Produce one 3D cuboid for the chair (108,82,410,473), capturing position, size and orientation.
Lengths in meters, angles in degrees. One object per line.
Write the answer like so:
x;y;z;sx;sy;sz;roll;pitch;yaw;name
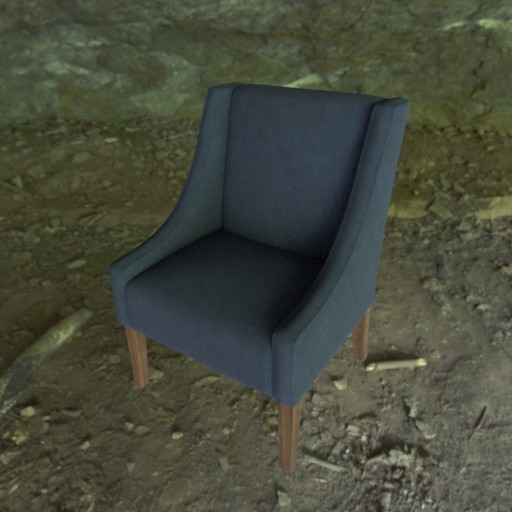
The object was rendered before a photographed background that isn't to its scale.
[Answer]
0.000;0.000;1.335;0.629;0.895;0.629;18;33;29;chair
